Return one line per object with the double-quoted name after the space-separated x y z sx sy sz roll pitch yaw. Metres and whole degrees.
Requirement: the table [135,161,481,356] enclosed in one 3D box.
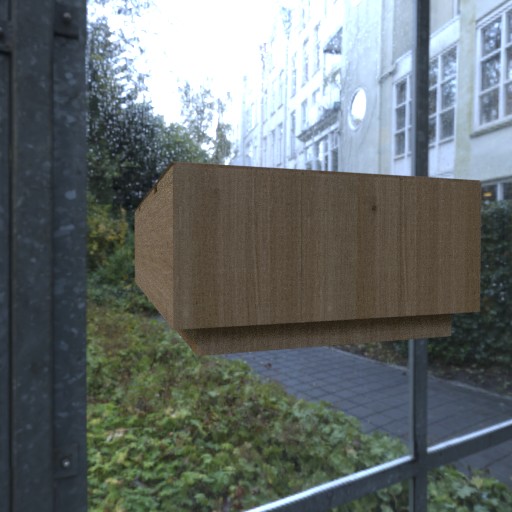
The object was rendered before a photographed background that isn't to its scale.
0.000 0.000 1.402 0.678 0.353 1.110 0 1 -19 "table"
